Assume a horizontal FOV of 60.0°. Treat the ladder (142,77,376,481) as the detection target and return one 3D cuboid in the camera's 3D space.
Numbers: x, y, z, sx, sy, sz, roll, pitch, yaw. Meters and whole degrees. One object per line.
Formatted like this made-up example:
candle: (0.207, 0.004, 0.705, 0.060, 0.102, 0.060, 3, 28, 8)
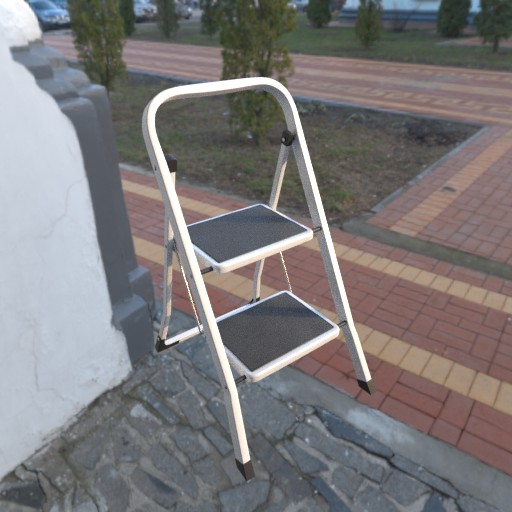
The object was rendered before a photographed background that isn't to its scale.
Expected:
ladder: (0.000, 0.000, 1.140, 0.460, 0.810, 0.544, -21, 36, -31)
